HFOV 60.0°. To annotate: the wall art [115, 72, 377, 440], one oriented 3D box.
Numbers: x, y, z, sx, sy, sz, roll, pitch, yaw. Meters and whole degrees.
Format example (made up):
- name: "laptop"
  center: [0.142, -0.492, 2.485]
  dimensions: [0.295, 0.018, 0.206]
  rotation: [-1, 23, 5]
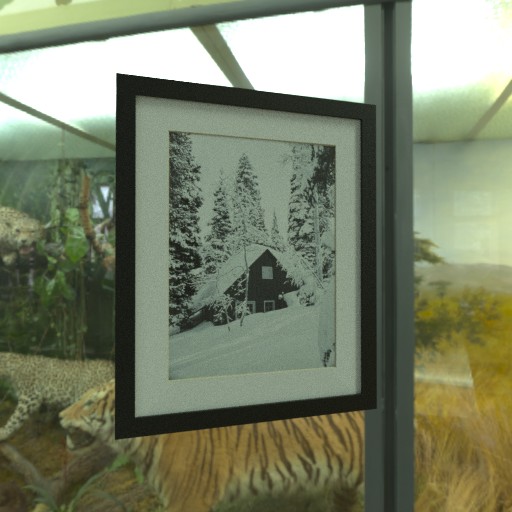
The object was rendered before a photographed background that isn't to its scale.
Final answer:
- name: "wall art"
  center: [0.000, 0.000, 0.537]
  dimensions: [0.325, 0.397, 0.018]
  rotation: [0, -1, -18]
